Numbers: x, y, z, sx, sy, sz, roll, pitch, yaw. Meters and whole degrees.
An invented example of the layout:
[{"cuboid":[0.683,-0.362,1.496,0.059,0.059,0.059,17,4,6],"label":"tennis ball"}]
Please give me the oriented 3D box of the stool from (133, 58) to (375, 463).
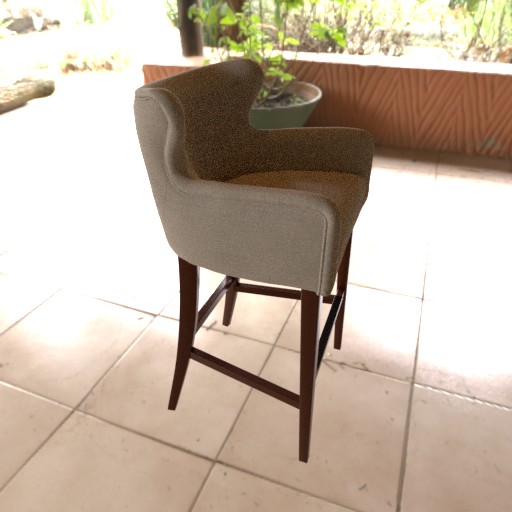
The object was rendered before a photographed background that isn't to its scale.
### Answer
[{"cuboid":[0.000,0.000,1.338,0.563,1.034,0.556,11,33,17],"label":"stool"}]
